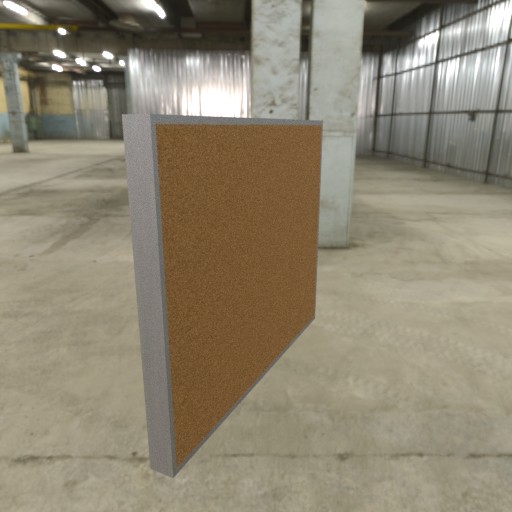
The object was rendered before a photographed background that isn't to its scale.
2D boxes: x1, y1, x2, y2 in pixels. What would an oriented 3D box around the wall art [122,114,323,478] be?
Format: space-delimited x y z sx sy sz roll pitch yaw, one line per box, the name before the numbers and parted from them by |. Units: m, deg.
wall art | 0.000 0.000 0.759 0.037 0.450 0.557 8 18 25
